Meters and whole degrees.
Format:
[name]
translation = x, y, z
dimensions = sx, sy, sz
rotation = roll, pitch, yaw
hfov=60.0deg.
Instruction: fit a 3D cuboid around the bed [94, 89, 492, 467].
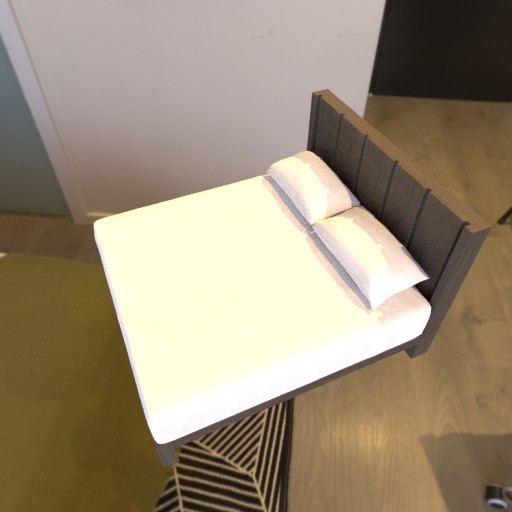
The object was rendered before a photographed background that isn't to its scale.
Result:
[bed]
translation = 0.000, 0.000, 3.075
dimensions = 1.992, 1.261, 1.735
rotation = -18, 49, -16
